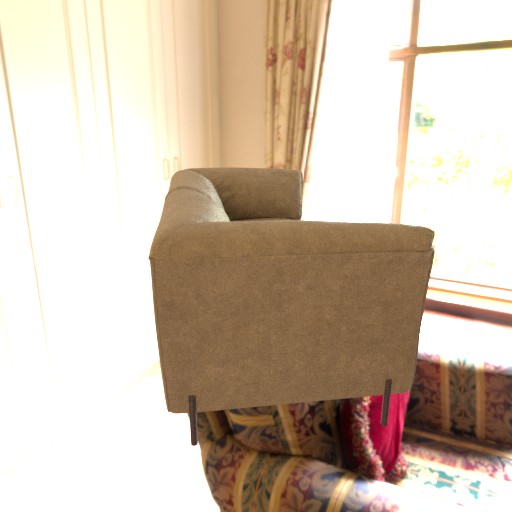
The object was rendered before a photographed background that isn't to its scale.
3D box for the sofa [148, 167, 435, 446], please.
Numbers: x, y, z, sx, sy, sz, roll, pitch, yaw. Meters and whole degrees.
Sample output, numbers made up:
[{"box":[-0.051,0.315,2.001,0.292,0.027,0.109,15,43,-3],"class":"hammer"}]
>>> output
[{"box":[0.000,0.000,2.294,0.905,0.747,1.878,-2,17,-8],"class":"sofa"}]
